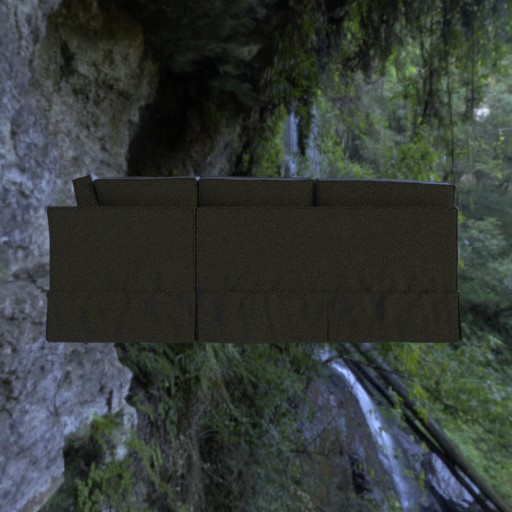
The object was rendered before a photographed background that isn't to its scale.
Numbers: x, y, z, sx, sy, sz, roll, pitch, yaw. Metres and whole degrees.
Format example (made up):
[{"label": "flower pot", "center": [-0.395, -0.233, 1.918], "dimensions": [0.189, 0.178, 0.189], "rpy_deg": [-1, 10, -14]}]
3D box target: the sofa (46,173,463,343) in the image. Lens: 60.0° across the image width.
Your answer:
[{"label": "sofa", "center": [0.000, 0.000, 4.040], "dimensions": [2.618, 1.081, 2.623], "rpy_deg": [0, 0, 0]}]
